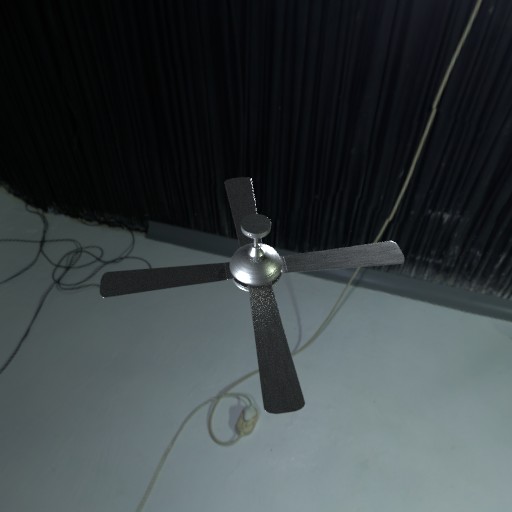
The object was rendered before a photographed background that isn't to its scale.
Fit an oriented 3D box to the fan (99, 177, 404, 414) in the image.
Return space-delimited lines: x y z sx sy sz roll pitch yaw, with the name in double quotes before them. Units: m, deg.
"fan" 0.000 0.000 1.959 1.321 0.381 1.321 9 47 8
